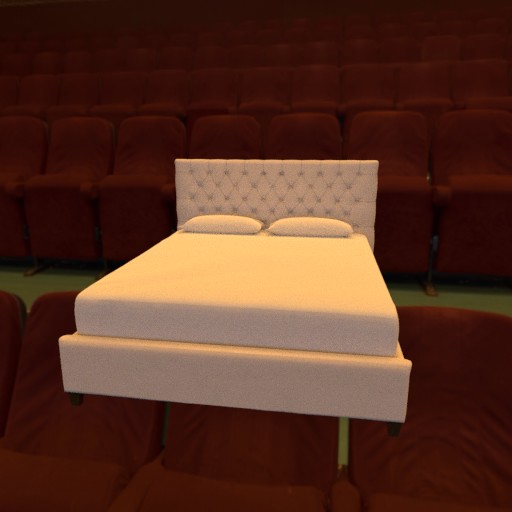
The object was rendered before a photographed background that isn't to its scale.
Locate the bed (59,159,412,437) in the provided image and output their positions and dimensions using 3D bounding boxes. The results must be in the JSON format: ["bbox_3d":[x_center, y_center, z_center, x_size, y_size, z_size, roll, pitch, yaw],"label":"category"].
[{"bbox_3d":[0.000,0.000,3.571,2.078,1.427,2.387,2,15,9],"label":"bed"}]
